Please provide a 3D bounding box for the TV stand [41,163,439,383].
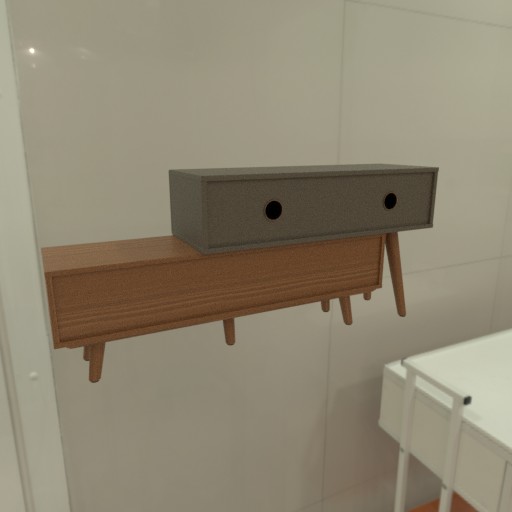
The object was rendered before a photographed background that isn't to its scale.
[{"bbox_3d":[0.000,0.000,1.547,1.336,0.591,0.329,-7,16,-26],"label":"TV stand"}]
